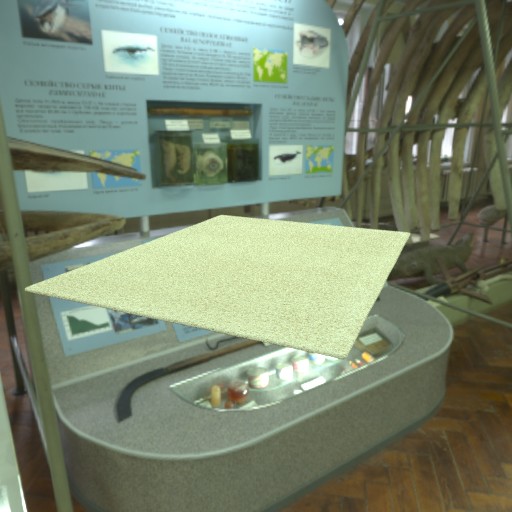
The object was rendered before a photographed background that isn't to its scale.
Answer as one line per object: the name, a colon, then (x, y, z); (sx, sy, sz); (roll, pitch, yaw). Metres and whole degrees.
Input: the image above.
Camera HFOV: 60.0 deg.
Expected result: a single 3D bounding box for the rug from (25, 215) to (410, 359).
rug: (0.000, 0.000, 4.153); (2.438, 0.029, 3.047); (8, 18, 24)
